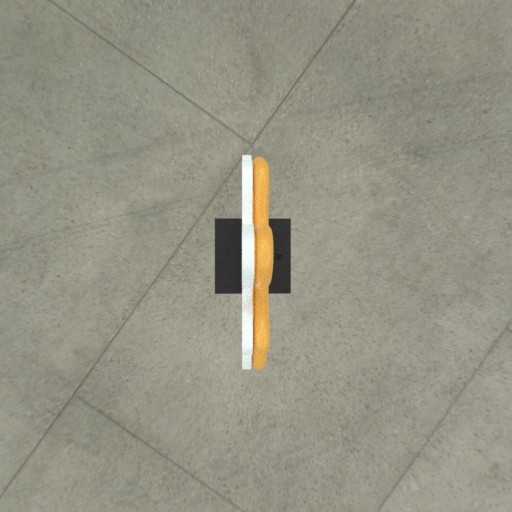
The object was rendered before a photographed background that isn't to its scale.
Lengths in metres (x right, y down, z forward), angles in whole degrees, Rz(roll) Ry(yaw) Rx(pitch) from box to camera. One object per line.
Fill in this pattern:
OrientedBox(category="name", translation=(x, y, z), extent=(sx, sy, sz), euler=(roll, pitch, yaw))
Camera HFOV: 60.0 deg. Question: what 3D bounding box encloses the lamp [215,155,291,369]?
OrientedBox(category="lamp", translation=(0.000, 0.000, 0.394), extent=(0.088, 0.317, 0.167), euler=(0, 90, -2))
